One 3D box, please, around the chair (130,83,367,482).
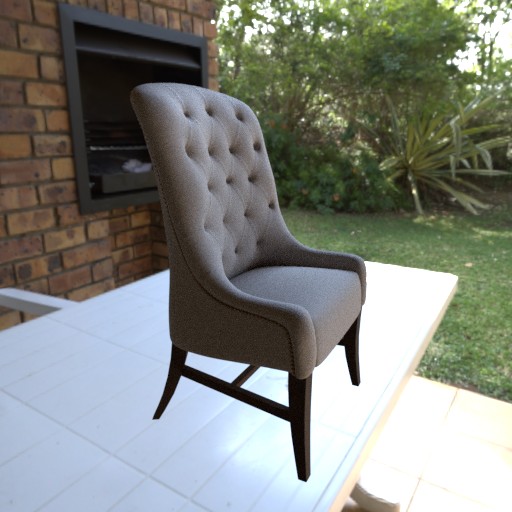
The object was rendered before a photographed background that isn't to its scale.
[{"bbox_3d":[0.000,0.000,1.473,0.629,1.091,0.634,8,18,27],"label":"chair"}]
